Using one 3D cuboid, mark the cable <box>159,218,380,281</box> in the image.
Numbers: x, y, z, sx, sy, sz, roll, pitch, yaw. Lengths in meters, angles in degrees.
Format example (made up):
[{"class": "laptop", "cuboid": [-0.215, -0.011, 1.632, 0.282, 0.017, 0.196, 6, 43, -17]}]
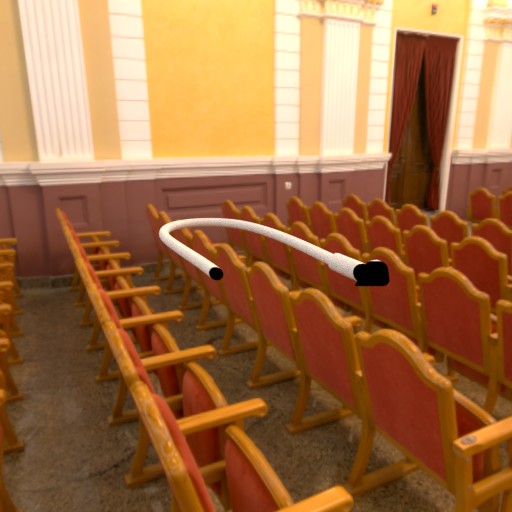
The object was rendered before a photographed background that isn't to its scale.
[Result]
[{"class": "cable", "cuboid": [0.000, 0.000, 0.114, 0.040, 0.006, 0.098, -8, 18, -26]}]
